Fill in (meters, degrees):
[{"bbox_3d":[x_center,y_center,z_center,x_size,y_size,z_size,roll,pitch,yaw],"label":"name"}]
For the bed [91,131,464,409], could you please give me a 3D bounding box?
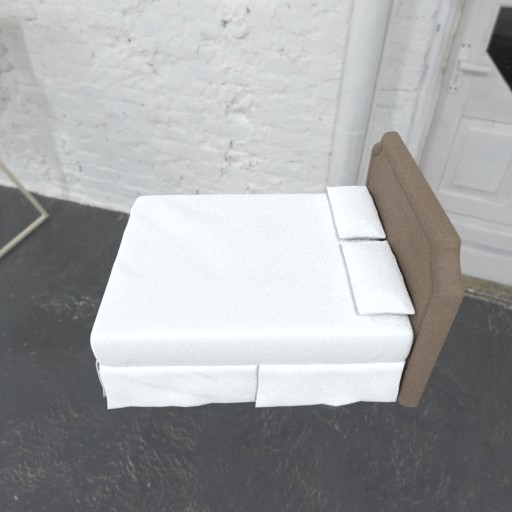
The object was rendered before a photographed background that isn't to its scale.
[{"bbox_3d":[0.000,0.000,3.152,2.116,1.290,1.693,-1,41,-1],"label":"bed"}]
